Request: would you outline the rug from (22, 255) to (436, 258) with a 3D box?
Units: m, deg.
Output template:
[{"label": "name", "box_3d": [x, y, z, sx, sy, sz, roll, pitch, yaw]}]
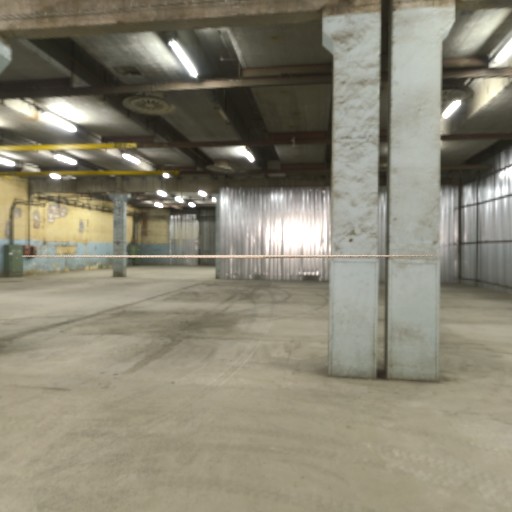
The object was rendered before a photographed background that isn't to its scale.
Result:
[{"label": "rug", "box_3d": [0.000, 0.000, 3.877, 2.313, 0.009, 2.939, 0, 0, 37]}]
